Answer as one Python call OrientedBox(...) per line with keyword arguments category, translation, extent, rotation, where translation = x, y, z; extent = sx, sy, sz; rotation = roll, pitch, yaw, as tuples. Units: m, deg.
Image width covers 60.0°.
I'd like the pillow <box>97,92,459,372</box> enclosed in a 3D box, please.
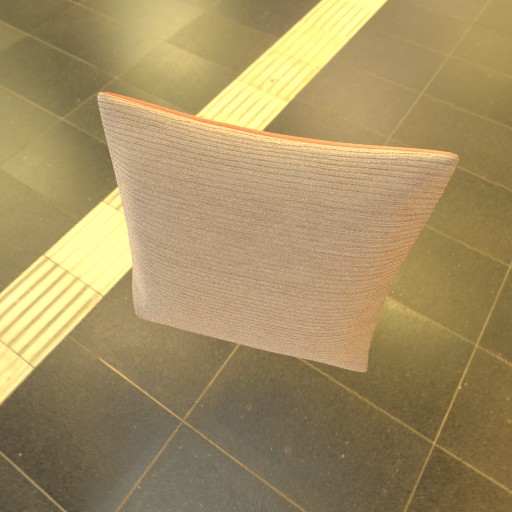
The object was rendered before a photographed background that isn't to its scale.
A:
OrientedBox(category="pillow", translation=(0.000, 0.000, 0.644), extent=(0.424, 0.401, 0.177), rotation=(12, 59, 8))
